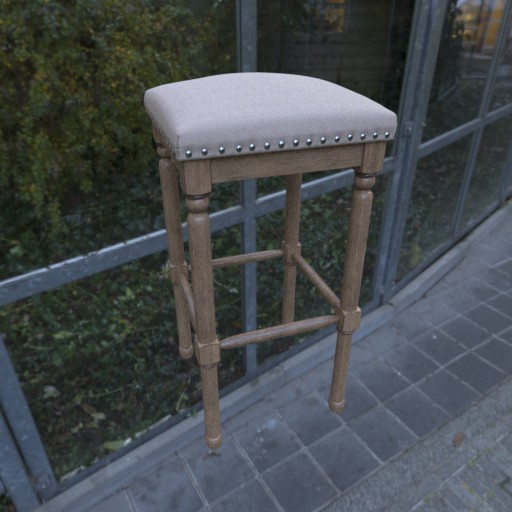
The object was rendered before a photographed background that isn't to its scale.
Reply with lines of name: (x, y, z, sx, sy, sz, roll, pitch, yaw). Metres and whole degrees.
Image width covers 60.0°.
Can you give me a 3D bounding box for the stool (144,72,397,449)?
stool: (0.000, 0.000, 1.008, 0.382, 0.768, 0.383, -10, 31, -17)
